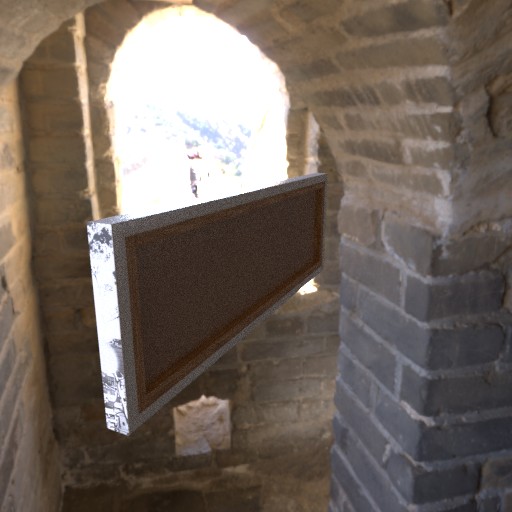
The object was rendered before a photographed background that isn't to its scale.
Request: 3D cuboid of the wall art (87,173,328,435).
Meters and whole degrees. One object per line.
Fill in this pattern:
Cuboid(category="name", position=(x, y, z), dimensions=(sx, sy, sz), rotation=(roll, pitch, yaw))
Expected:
Cuboid(category="wall art", position=(0.000, 0.000, 0.836), dimensions=(0.036, 0.256, 0.766), rotation=(7, 17, 25))
